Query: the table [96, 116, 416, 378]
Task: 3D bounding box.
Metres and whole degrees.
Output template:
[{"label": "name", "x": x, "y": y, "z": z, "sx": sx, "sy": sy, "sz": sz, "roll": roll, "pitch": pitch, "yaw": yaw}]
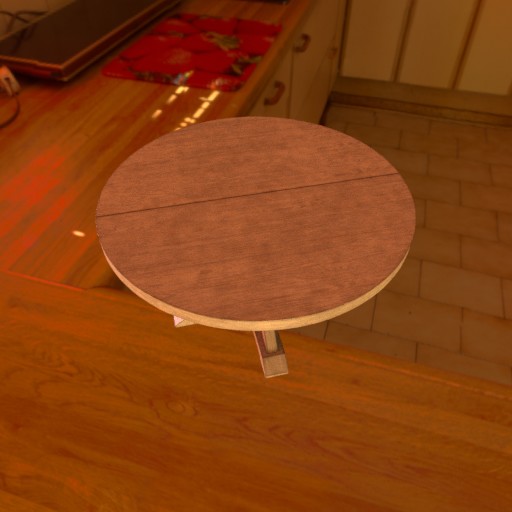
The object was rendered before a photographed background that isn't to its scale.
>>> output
[{"label": "table", "x": 0.000, "y": 0.000, "z": 2.221, "sx": 1.363, "sy": 0.781, "sz": 1.363, "roll": 0, "pitch": 46, "yaw": 0}]
